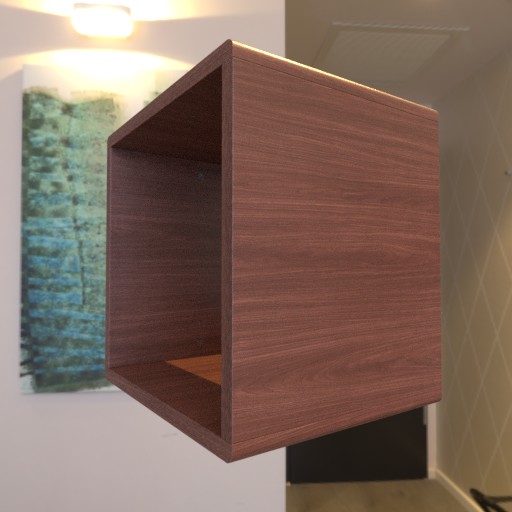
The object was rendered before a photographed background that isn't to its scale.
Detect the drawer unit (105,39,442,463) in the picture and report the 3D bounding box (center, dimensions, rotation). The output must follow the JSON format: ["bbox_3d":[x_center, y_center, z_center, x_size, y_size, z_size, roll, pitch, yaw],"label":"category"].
[{"bbox_3d":[0.000,0.000,0.586,0.290,0.351,0.349,1,-2,-35],"label":"drawer unit"}]
